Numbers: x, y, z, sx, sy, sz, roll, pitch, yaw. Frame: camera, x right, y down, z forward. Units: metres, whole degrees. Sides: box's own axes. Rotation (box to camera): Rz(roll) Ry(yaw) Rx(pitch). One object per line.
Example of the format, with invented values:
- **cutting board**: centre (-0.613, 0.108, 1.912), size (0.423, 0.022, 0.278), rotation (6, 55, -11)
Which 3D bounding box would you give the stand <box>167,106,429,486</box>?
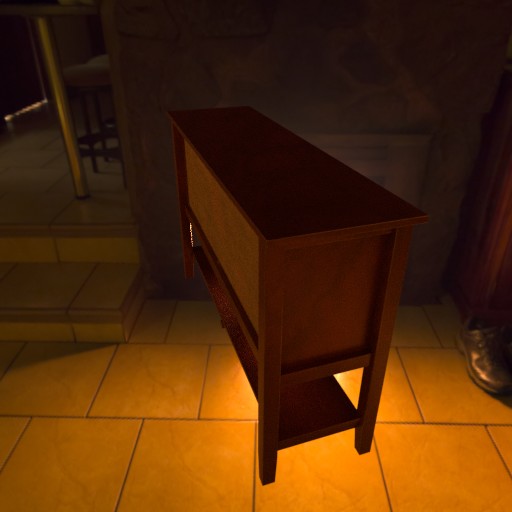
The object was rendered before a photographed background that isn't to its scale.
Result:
- **stand**: centre (0.000, 0.000, 1.743), size (0.410, 0.872, 1.362), rotation (-9, 31, -16)
